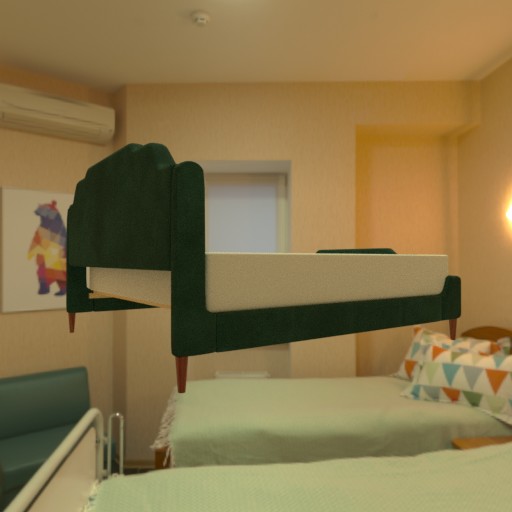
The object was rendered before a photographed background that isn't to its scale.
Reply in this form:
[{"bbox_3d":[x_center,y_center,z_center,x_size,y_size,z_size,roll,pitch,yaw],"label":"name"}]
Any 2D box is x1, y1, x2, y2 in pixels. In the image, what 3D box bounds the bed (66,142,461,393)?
[{"bbox_3d":[0.000,0.000,3.462,2.340,1.245,2.074,0,-1,-36],"label":"bed"}]
